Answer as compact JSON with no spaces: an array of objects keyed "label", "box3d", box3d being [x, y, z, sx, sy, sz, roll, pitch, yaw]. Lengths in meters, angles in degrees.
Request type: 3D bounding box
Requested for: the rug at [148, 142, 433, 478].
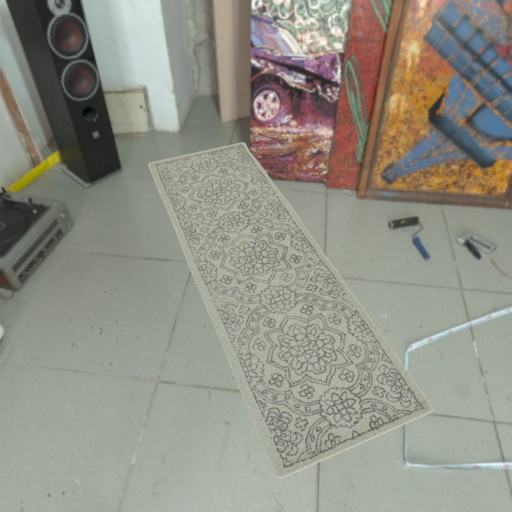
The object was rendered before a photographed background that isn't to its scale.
[{"label":"rug","box3d":[0.000,0.000,2.705,0.806,0.006,2.431,-16,48,-15]}]
